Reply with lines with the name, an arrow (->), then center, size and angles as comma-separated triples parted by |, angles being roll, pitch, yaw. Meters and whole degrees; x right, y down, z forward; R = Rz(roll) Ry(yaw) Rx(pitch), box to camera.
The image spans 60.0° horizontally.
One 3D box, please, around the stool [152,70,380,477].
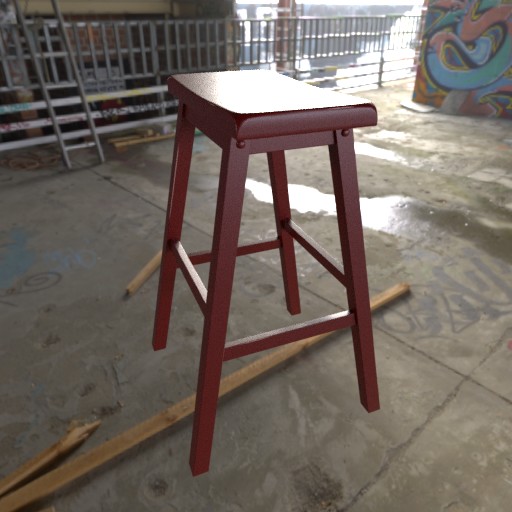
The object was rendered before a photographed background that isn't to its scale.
stool -> 0.000, 0.000, 1.019 | 0.476, 0.737, 0.457 | -11, 32, -19
